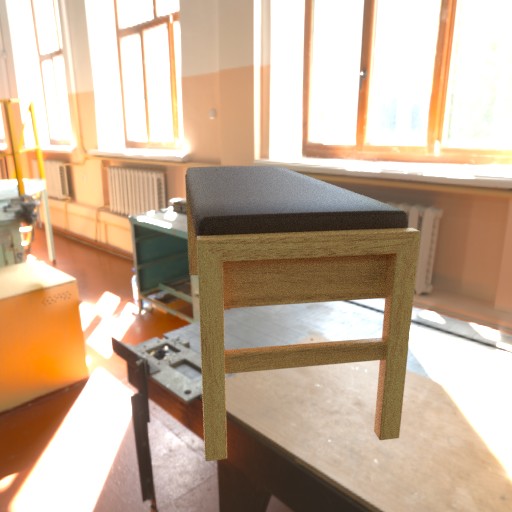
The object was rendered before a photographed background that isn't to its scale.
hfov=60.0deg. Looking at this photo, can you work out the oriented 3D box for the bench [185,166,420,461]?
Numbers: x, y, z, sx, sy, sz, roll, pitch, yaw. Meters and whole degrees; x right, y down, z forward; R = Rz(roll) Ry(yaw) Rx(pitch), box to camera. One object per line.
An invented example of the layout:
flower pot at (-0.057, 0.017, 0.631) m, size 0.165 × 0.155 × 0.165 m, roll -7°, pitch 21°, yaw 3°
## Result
bench at (0.000, 0.000, 1.400) m, size 0.405 × 0.480 × 1.200 m, roll -3°, pitch 16°, yaw -9°
